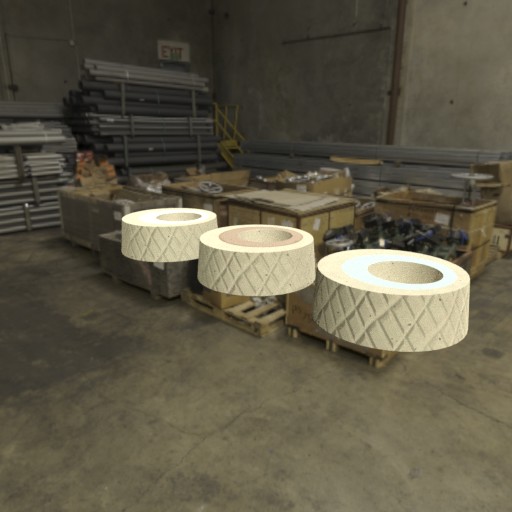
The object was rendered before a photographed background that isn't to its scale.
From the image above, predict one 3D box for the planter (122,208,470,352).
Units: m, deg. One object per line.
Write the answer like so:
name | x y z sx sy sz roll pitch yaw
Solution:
planter | 0.000 0.000 0.425 0.390 0.038 0.114 15 23 42
